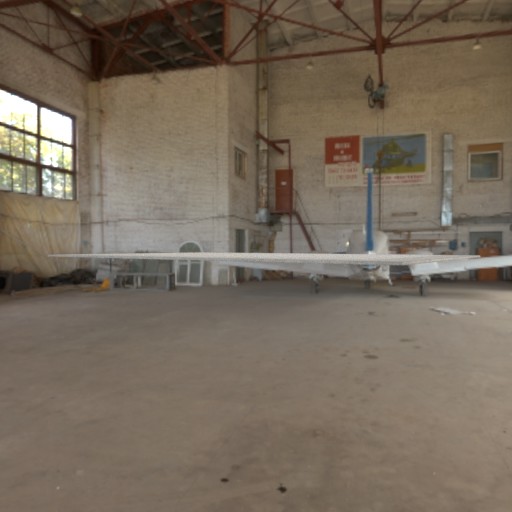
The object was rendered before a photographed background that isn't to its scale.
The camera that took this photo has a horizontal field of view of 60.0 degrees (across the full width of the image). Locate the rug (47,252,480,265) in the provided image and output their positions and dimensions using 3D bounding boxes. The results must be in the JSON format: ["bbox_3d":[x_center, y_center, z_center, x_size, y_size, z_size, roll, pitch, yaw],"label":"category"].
[{"bbox_3d":[0.000,0.000,2.937,2.438,0.014,1.524,1,1,36],"label":"rug"}]
